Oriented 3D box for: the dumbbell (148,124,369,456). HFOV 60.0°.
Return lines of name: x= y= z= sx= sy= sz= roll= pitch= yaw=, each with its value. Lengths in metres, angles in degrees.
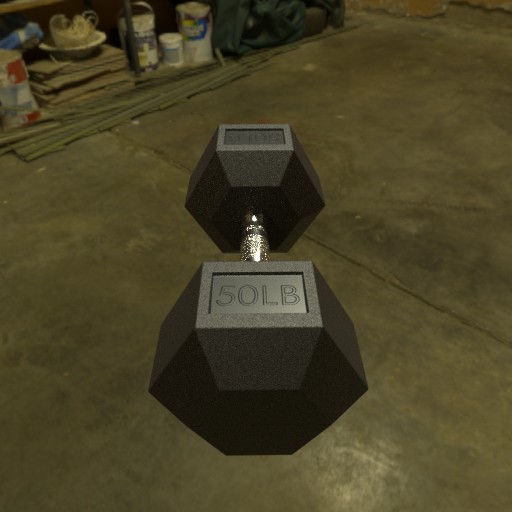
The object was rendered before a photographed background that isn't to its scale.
dumbbell: x=0.000 y=0.000 z=0.470 sx=0.173 sy=0.150 sz=0.384 roll=0 pitch=40 yaw=-1
